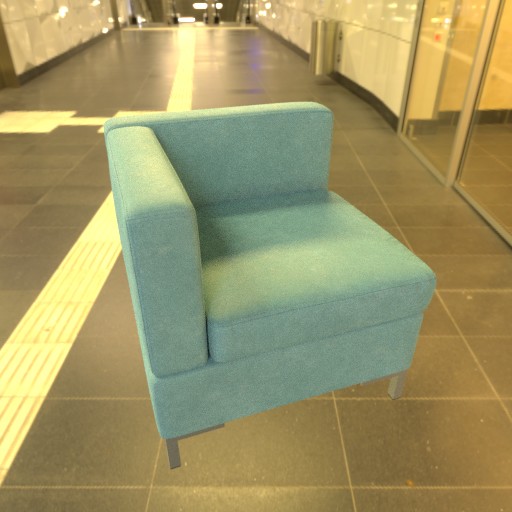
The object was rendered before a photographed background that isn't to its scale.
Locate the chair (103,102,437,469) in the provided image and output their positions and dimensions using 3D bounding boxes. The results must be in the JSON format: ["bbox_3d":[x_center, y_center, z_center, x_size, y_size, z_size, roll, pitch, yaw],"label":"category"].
[{"bbox_3d":[0.000,0.000,1.202,0.680,0.660,0.680,-10,33,-17],"label":"chair"}]
